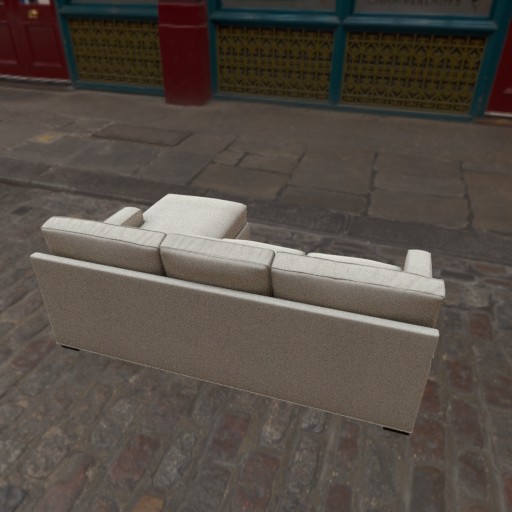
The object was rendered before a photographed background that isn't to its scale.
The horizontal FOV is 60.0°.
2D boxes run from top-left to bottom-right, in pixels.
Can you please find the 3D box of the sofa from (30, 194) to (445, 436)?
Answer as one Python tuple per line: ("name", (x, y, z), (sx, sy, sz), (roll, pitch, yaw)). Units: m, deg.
("sofa", (0.000, 0.000, 2.832), (2.087, 0.861, 1.496), (10, 33, 15))
